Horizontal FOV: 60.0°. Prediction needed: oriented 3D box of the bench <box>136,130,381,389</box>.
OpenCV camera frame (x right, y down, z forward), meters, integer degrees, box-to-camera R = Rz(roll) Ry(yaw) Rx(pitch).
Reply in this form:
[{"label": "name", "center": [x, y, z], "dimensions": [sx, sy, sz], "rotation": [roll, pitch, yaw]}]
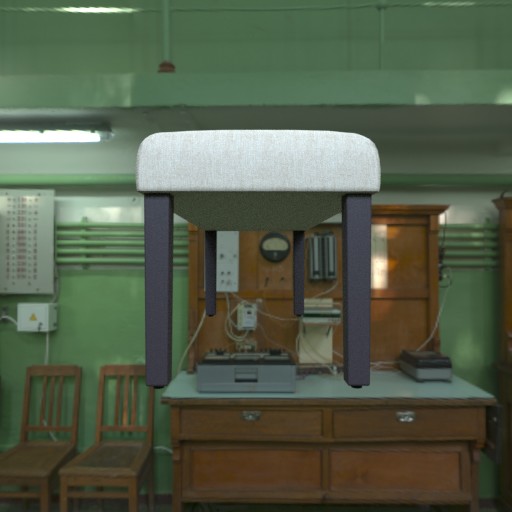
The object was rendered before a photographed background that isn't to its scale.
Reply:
[{"label": "bench", "center": [0.000, 0.000, 1.232], "dimensions": [0.407, 0.456, 1.013], "rotation": [0, 0, 0]}]
